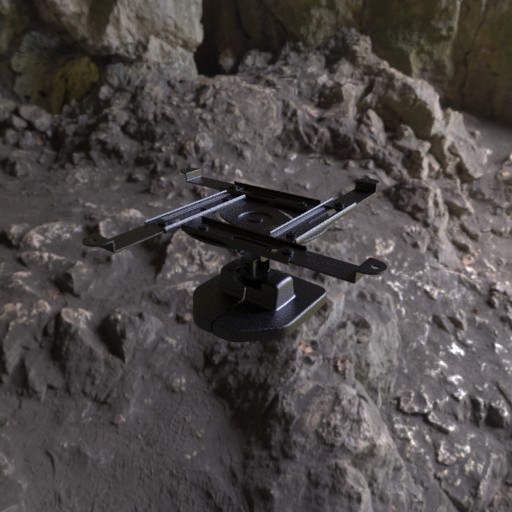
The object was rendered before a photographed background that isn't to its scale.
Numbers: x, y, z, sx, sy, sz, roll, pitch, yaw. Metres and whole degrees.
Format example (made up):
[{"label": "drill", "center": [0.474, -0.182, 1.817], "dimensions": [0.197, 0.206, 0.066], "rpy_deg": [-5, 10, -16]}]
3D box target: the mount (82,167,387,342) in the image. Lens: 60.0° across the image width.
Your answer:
[{"label": "mount", "center": [0.000, 0.000, 0.584], "dimensions": [0.394, 0.141, 0.394], "rpy_deg": [18, 31, 32]}]
